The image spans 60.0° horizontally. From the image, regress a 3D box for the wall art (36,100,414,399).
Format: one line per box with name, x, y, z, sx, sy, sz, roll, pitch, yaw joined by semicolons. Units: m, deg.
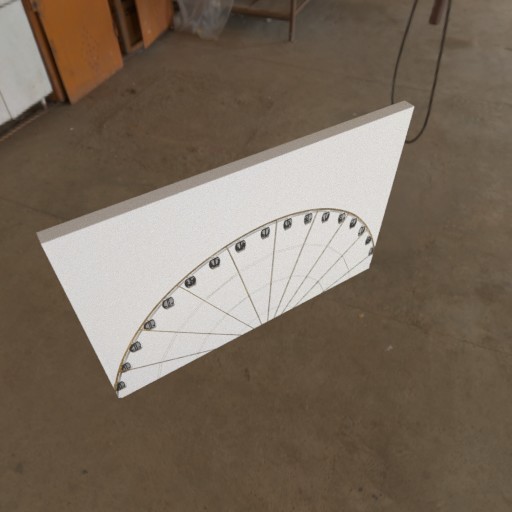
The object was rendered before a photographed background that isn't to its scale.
wall art;0.000;0.000;1.157;0.898;0.601;0.038;-24;52;-21
